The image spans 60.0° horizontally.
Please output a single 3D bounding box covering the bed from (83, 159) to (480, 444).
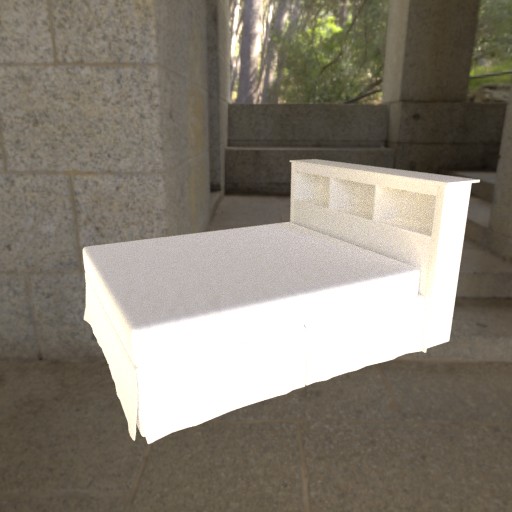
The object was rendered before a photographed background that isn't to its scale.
[{"bbox_3d":[0.000,0.000,3.021,2.133,1.092,1.671,-9,19,-27],"label":"bed"}]
